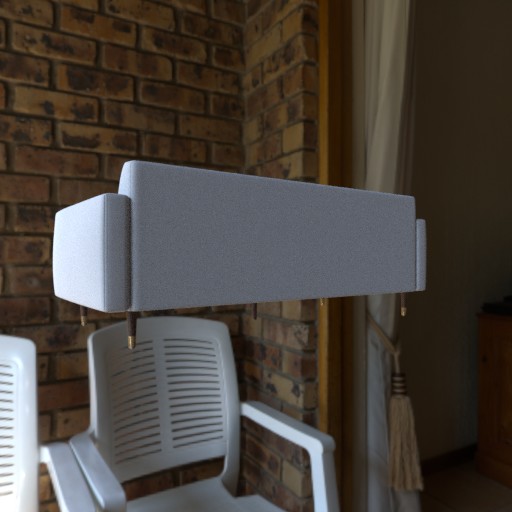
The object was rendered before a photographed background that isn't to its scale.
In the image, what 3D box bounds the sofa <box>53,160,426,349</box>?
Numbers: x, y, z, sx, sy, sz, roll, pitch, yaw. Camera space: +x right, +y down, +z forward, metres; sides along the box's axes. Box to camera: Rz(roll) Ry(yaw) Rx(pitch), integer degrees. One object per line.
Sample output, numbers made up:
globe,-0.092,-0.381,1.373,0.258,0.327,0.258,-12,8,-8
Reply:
sofa,0.000,0.000,2.838,2.291,0.821,0.990,0,0,-35
